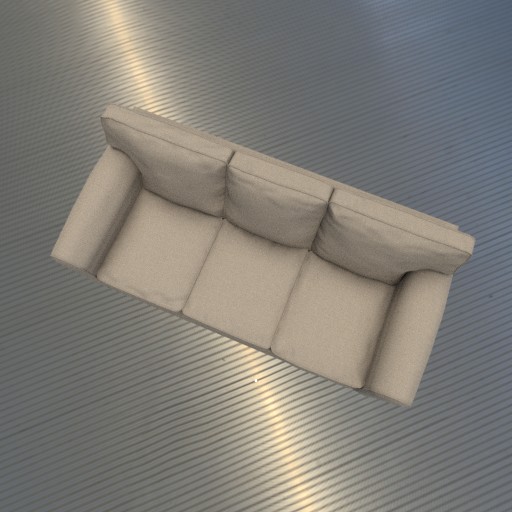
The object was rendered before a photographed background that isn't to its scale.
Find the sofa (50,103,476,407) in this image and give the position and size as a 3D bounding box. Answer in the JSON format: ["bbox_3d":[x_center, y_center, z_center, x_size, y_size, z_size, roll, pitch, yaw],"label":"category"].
[{"bbox_3d":[0.000,0.000,2.601,2.118,0.889,0.998,22,75,6],"label":"sofa"}]
